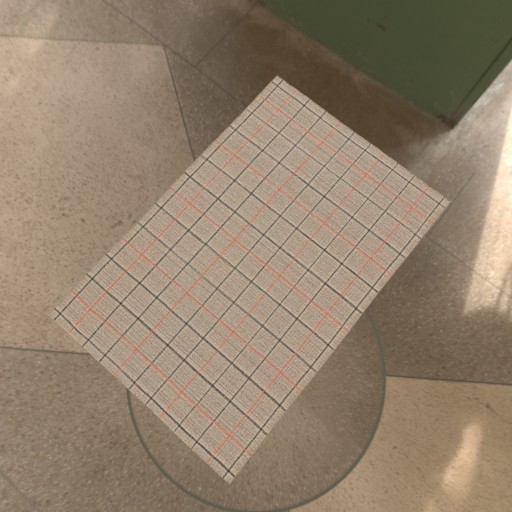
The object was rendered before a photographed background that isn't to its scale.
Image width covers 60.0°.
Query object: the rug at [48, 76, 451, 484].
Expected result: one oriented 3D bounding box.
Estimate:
[{"bbox_3d":[0.000,0.000,2.323,1.220,0.013,1.829,39,79,9],"label":"rug"}]
